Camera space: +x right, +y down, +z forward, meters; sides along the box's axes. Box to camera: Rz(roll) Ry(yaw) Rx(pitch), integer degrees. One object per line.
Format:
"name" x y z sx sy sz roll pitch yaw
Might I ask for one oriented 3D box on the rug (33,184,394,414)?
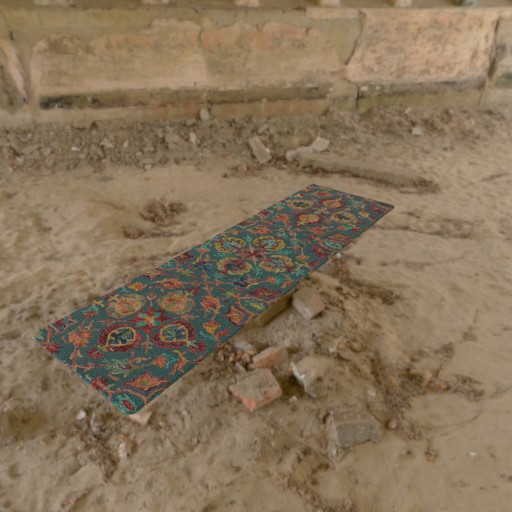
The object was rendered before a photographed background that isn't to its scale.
"rug" 0.000 0.000 2.505 0.686 0.013 2.286 22 37 32
